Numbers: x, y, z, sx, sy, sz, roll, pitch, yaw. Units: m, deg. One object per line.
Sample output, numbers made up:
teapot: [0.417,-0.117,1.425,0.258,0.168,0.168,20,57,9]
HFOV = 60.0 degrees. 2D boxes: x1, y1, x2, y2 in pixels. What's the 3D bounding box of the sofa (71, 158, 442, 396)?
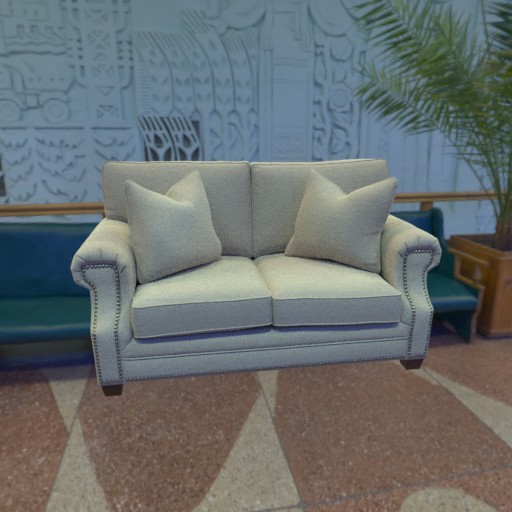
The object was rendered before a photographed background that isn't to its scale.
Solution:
sofa: [0.000,0.000,2.344,1.701,0.966,0.966,-3,17,-9]
